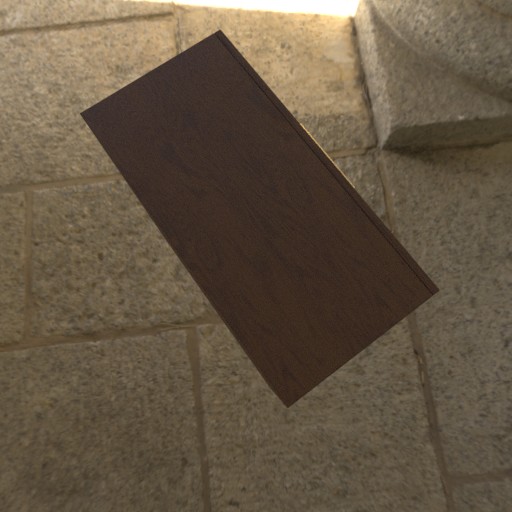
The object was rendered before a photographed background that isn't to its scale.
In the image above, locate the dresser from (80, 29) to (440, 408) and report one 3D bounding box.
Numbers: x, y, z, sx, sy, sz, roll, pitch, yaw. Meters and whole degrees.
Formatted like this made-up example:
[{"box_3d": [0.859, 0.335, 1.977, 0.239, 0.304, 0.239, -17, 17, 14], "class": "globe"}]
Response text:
[{"box_3d": [0.000, 0.000, 1.813, 0.516, 1.320, 0.964, -35, 78, -9], "class": "dresser"}]
